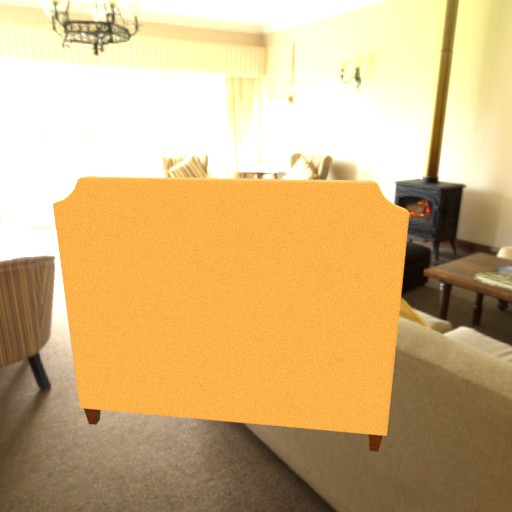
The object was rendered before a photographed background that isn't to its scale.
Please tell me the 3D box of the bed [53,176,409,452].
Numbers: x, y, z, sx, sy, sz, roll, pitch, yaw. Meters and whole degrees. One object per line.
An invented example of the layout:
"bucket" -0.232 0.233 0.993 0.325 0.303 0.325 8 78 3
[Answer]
"bed" 0.000 0.000 3.317 1.703 1.415 2.329 2 17 8
